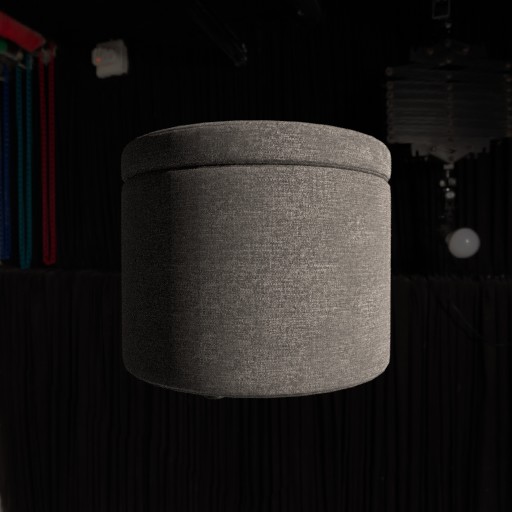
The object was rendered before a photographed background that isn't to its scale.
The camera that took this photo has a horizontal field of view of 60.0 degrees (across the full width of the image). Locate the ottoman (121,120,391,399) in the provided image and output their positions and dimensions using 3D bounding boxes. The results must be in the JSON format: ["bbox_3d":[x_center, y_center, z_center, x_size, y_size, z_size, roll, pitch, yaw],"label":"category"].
[{"bbox_3d":[0.000,0.000,0.862,0.500,0.419,0.500,0,1,0],"label":"ottoman"}]
